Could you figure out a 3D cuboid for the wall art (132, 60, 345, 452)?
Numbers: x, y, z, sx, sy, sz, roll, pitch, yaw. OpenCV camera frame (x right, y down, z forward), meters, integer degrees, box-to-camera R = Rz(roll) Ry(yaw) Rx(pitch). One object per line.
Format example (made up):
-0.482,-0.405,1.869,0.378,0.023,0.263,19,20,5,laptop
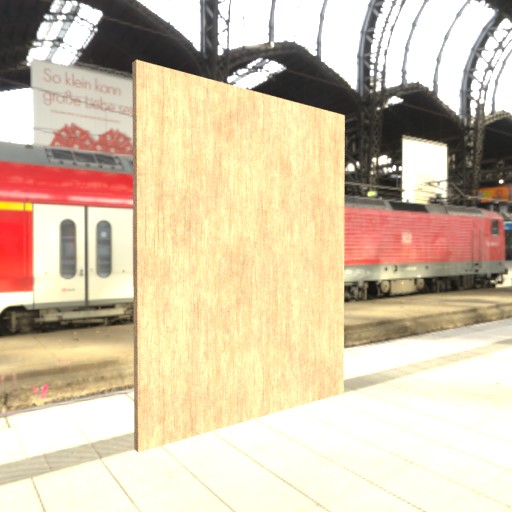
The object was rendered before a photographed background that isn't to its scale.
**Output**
0.000,0.000,0.941,0.534,0.686,0.018,-1,1,-37,wall art
